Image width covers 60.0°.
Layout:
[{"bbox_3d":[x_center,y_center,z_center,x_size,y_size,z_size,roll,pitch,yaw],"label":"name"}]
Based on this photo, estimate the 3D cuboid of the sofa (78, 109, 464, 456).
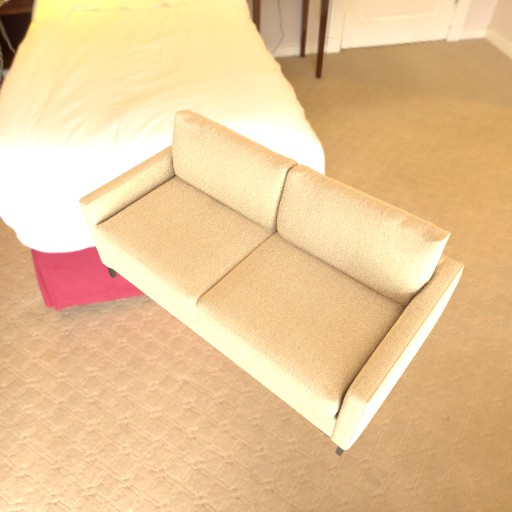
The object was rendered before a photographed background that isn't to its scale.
[{"bbox_3d":[0.000,0.000,2.136,1.651,0.812,0.839,32,55,26],"label":"sofa"}]
